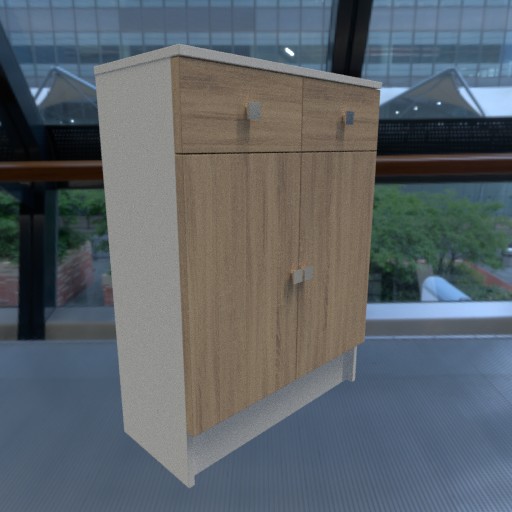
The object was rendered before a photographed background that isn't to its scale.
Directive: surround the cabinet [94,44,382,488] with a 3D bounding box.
[{"bbox_3d":[0.000,0.000,1.068,0.600,0.815,0.296,-14,19,-43],"label":"cabinet"}]
